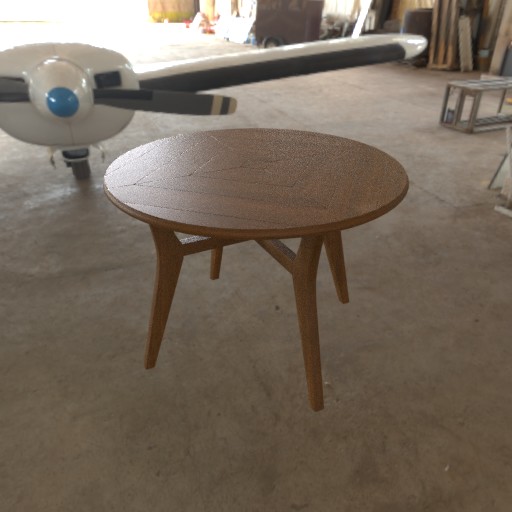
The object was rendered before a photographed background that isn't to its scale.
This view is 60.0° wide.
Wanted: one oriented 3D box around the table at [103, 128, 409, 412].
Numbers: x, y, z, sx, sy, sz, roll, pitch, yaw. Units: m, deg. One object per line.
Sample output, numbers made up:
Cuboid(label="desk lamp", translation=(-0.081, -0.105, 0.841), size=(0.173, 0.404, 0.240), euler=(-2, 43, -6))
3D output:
Cuboid(label="table", translation=(0.000, 0.000, 1.774), size=(1.055, 0.757, 1.055), euler=(0, 30, 0))
